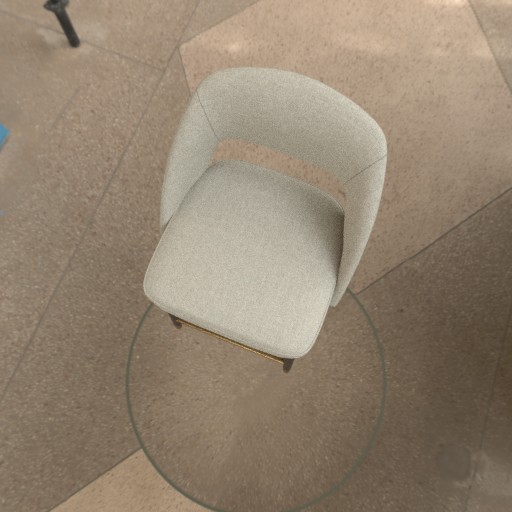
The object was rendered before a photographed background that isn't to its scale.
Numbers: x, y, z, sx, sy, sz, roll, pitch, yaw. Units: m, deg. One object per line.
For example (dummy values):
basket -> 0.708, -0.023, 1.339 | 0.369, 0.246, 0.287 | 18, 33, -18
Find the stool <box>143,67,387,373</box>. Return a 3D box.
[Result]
stool -> 0.000, 0.000, 1.239 | 0.494, 0.940, 0.509 | 21, 76, 5
